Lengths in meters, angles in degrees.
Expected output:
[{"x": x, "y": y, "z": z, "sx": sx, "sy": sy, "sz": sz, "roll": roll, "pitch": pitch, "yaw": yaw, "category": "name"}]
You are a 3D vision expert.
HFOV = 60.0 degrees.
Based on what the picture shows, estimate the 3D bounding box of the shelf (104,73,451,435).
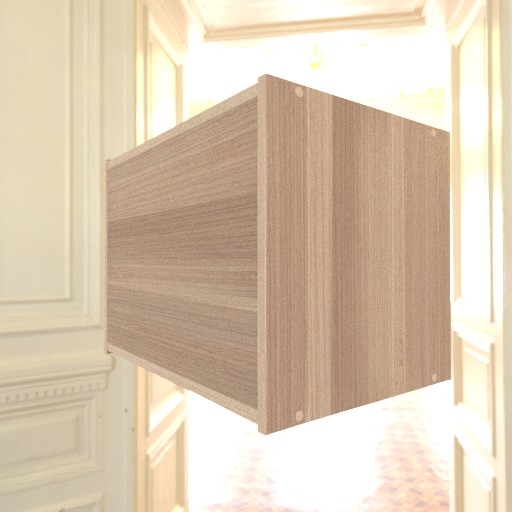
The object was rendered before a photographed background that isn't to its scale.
[{"x": 0.000, "y": 0.000, "z": 0.625, "sx": 0.290, "sy": 0.305, "sz": 0.415, "roll": 0, "pitch": -1, "yaw": -37, "category": "shelf"}]
